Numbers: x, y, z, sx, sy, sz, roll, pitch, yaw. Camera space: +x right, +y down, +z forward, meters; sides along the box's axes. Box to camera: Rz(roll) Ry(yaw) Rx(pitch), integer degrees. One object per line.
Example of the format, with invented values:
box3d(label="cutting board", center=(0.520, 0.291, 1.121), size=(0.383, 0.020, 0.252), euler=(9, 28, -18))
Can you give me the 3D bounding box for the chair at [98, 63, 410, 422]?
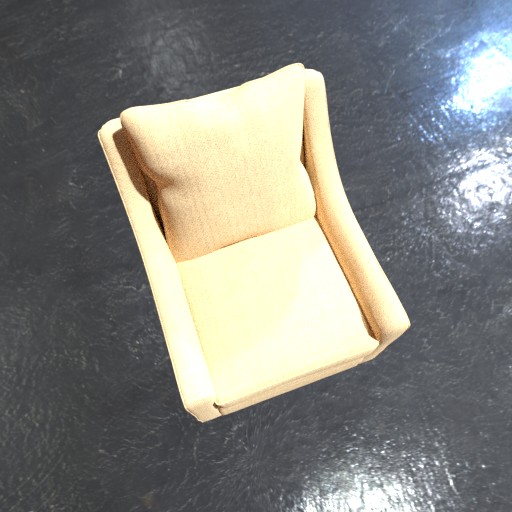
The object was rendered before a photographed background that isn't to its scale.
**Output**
box3d(label="chair", center=(0.000, 0.000, 1.576), size=(0.760, 0.927, 0.876), euler=(-18, 67, -8))
